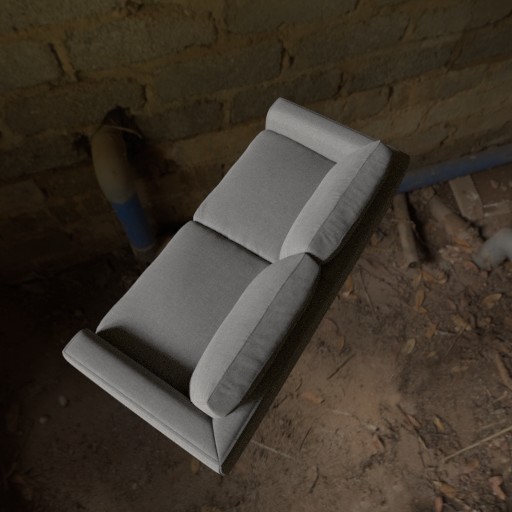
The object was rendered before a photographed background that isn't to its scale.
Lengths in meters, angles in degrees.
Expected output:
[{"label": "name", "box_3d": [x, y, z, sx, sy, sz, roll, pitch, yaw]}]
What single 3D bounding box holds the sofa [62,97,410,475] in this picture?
[{"label": "sofa", "box_3d": [0.000, 0.000, 2.769, 1.070, 0.801, 2.262, 29, 66, 15]}]
